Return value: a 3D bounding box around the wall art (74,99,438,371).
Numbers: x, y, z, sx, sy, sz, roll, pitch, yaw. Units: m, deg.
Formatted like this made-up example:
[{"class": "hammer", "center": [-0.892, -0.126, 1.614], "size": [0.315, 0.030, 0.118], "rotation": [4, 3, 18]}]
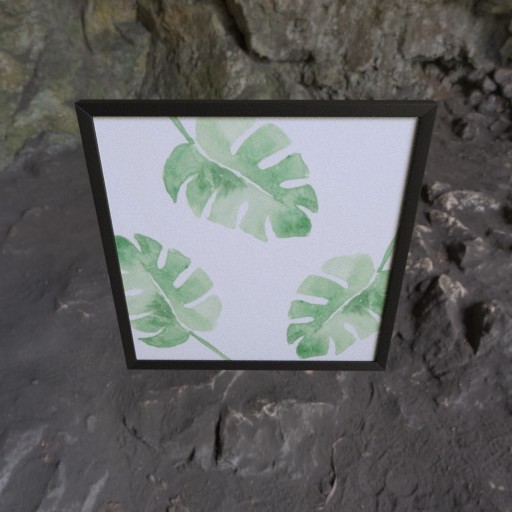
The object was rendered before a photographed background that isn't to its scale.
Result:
[{"class": "wall art", "center": [0.000, 0.000, 1.139], "size": [0.765, 0.765, 0.038], "rotation": [0, 30, 0]}]
